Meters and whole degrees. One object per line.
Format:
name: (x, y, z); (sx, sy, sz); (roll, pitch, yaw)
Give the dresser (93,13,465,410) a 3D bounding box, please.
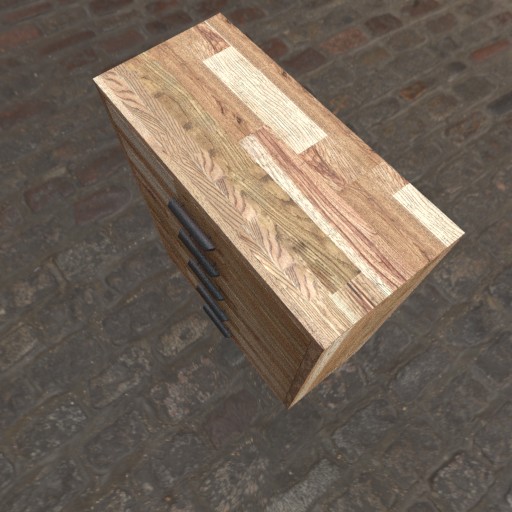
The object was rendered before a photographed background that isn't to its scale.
dresser: (0.000, 0.000, 1.690); (0.480, 1.243, 0.966); (-35, 70, -15)
